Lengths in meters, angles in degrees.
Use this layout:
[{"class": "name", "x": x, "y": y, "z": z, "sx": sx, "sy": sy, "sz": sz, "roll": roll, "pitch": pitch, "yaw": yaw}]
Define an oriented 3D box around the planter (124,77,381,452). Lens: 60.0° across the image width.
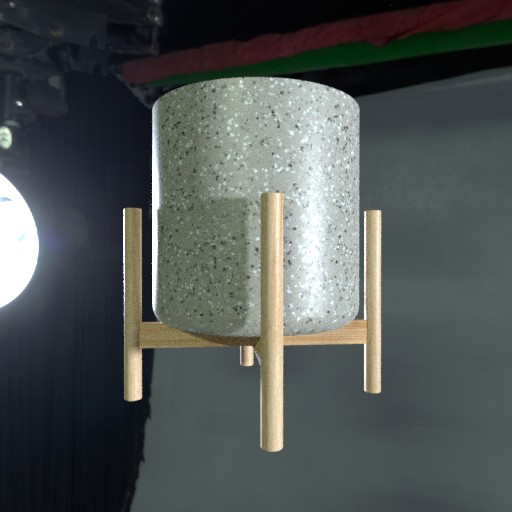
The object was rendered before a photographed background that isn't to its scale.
[{"class": "planter", "x": 0.000, "y": 0.000, "z": 0.668, "sx": 0.360, "sy": 0.419, "sz": 0.360, "roll": 0, "pitch": 0, "yaw": 17}]
